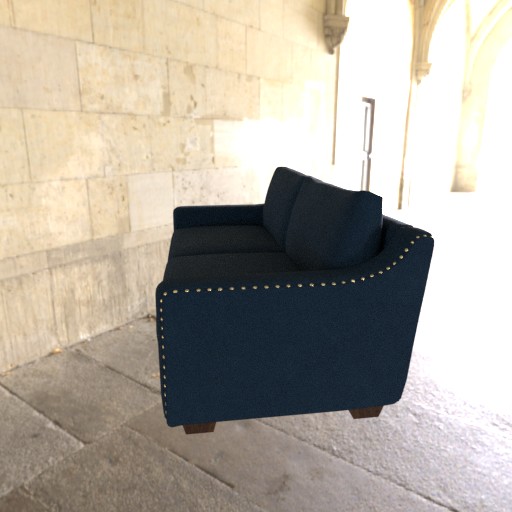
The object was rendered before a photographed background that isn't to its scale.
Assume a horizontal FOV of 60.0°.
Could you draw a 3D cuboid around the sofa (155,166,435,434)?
[{"bbox_3d":[0.000,0.000,2.722,1.104,0.983,2.107,-2,15,-8],"label":"sofa"}]
